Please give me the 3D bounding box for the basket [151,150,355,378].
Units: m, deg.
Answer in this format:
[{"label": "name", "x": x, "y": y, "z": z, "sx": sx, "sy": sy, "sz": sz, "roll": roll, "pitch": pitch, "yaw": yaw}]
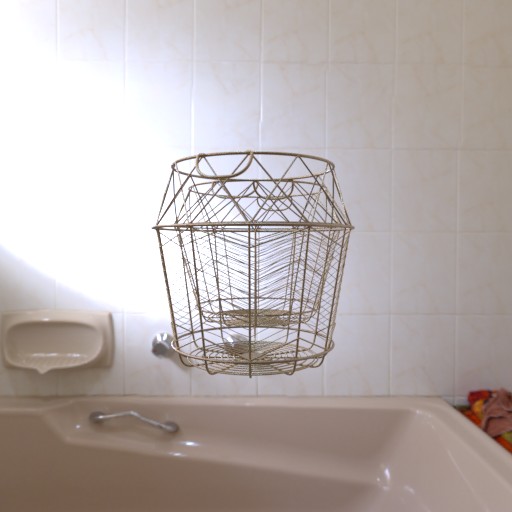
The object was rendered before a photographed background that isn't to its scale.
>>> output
[{"label": "basket", "x": 0.000, "y": 0.000, "z": 0.997, "sx": 0.451, "sy": 0.343, "sz": 0.805, "roll": 0, "pitch": 2, "yaw": 1}]
